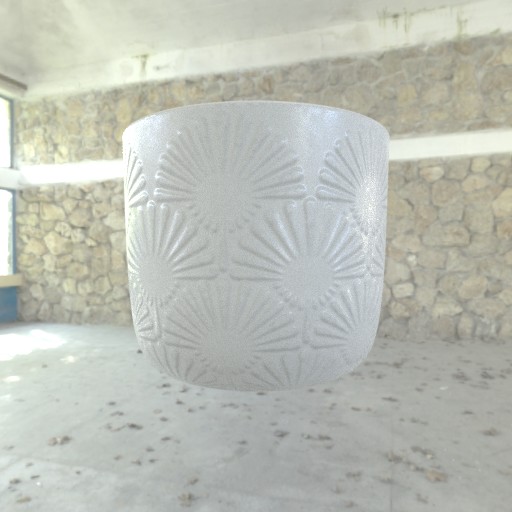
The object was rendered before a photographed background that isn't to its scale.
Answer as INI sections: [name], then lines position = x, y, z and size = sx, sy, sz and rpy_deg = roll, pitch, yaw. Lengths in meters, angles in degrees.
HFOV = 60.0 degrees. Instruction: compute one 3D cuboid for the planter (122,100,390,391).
[planter]
position = 0.000, 0.000, 0.215
size = 0.124, 0.109, 0.124
rpy_deg = 0, 0, 0
